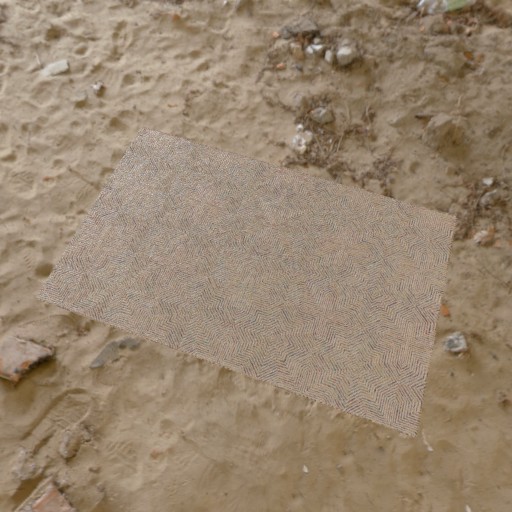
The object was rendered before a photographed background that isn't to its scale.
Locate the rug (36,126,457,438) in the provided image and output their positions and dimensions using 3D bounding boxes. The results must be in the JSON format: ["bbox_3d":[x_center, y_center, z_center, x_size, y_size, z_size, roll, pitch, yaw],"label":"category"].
[{"bbox_3d":[0.000,0.000,2.946,2.428,0.007,1.519,18,65,9],"label":"rug"}]
